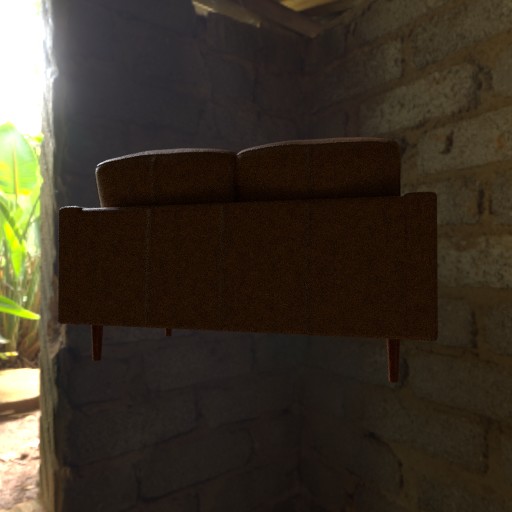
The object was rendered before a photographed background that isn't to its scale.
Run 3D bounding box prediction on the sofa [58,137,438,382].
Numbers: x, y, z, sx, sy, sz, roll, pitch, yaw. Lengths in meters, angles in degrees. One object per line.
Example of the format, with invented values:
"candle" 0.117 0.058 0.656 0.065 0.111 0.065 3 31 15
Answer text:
"sofa" 0.000 0.000 2.189 1.578 0.951 0.909 0 -1 16
